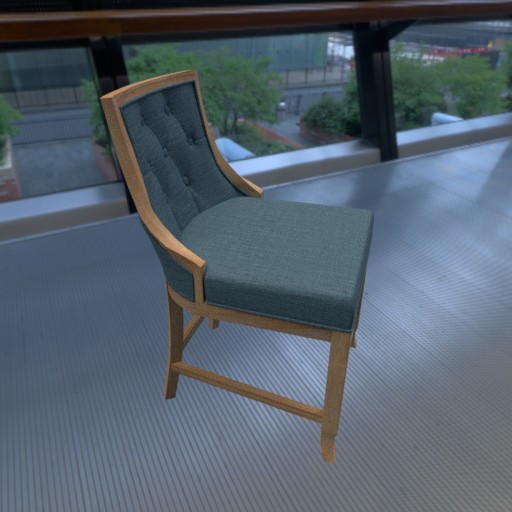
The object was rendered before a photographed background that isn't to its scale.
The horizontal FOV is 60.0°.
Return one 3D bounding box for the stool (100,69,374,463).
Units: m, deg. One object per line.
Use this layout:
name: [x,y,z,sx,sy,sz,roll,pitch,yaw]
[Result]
stool: [0.000,0.000,1.293,0.626,0.938,0.524,9,32,15]
